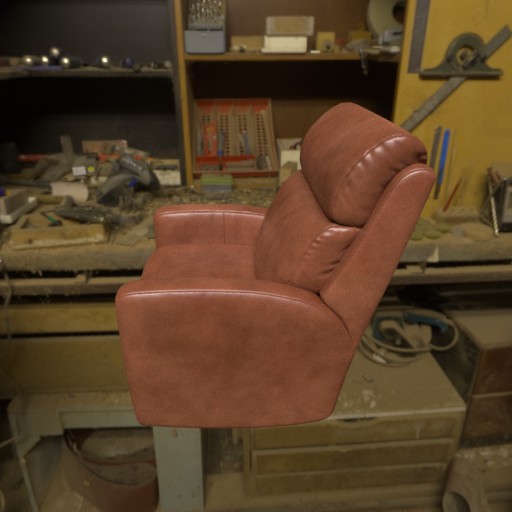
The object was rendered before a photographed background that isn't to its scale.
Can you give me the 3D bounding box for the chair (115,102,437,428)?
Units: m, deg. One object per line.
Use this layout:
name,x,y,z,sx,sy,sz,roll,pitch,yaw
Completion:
chair,0.000,0.000,1.643,0.939,1.016,0.787,-1,26,-2
